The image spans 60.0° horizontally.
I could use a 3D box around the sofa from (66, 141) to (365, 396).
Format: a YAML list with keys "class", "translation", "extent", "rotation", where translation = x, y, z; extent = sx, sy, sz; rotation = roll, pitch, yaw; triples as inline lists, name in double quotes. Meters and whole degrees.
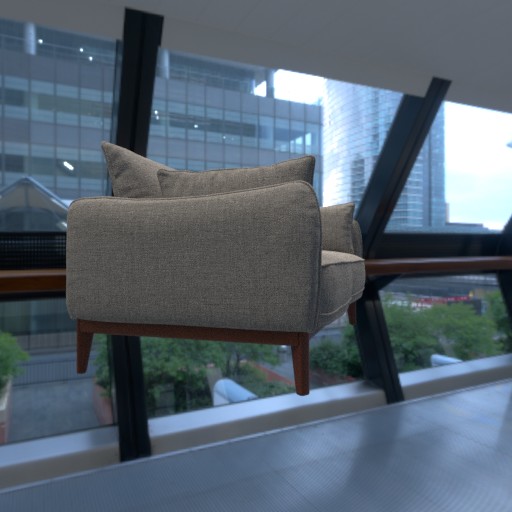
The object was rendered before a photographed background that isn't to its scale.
- class: "sofa"
  translation: [0.000, 0.000, 2.162]
  extent: [0.972, 0.851, 1.580]
  rotation: [0, 0, 18]
